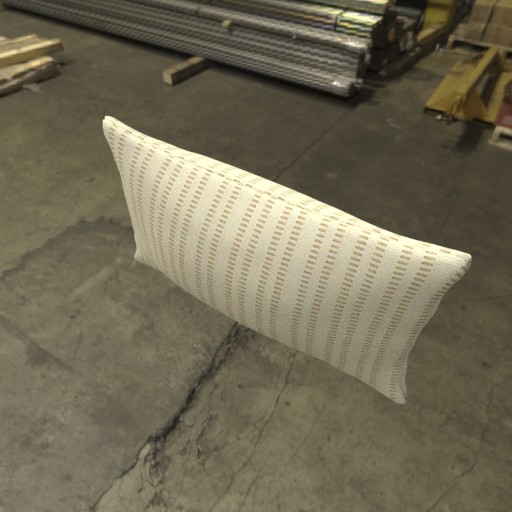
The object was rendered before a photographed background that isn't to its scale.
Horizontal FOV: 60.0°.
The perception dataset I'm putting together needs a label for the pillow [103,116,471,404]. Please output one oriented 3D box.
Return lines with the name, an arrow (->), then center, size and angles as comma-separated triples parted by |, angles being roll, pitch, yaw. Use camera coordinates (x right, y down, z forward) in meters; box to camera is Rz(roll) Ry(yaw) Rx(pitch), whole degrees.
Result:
pillow -> 0.000, 0.000, 0.779 | 0.640, 0.353, 0.210 | 25, 50, 23
